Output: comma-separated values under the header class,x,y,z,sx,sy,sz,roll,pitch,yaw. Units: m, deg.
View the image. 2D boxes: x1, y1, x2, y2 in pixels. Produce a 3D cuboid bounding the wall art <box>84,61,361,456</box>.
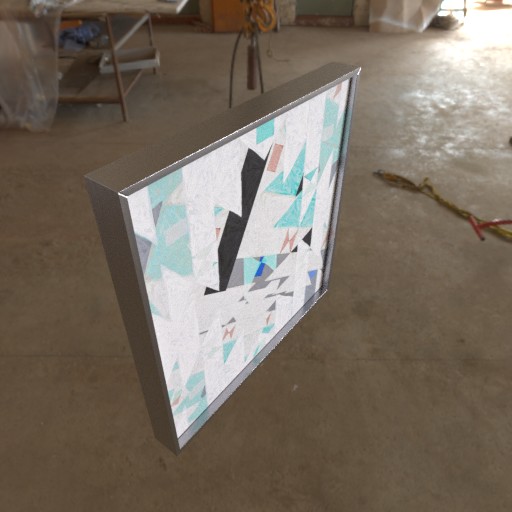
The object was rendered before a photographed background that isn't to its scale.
class,x,y,z,sx,sy,sz,roll,pitch,yaw
wall art,0.000,0.000,0.518,0.038,0.350,0.350,25,45,28
